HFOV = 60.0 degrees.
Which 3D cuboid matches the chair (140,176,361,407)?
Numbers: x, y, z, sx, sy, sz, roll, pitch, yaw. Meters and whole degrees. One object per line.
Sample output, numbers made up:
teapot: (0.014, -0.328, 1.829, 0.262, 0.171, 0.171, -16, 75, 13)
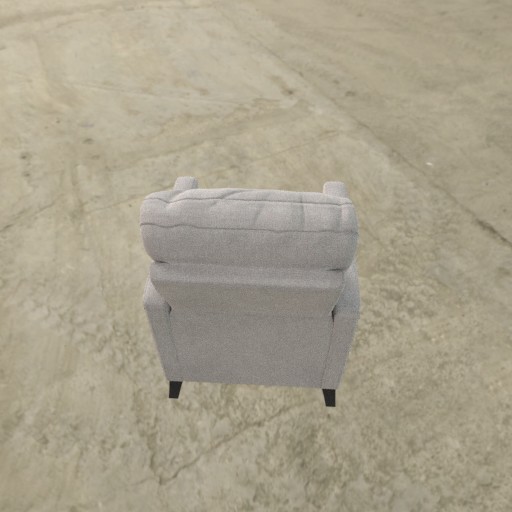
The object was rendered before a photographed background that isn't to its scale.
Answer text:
chair: (0.000, 0.000, 1.683, 0.710, 1.049, 0.922, 2, 46, 2)
